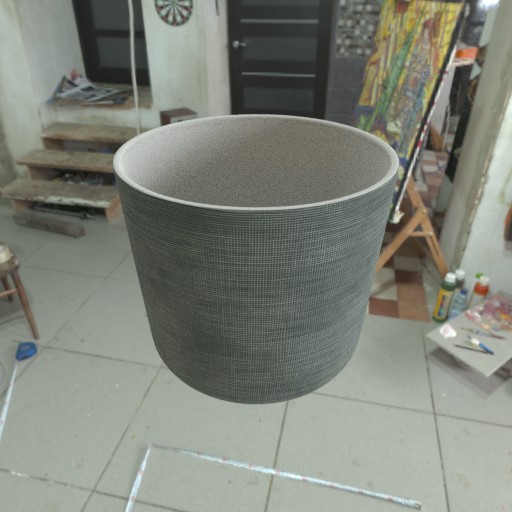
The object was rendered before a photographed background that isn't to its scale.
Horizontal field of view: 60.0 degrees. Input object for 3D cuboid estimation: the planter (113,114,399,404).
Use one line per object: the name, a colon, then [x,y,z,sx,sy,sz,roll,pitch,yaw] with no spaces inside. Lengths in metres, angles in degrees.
planter: [0.000,0.000,0.809,0.440,0.398,0.440,0,32,0]
